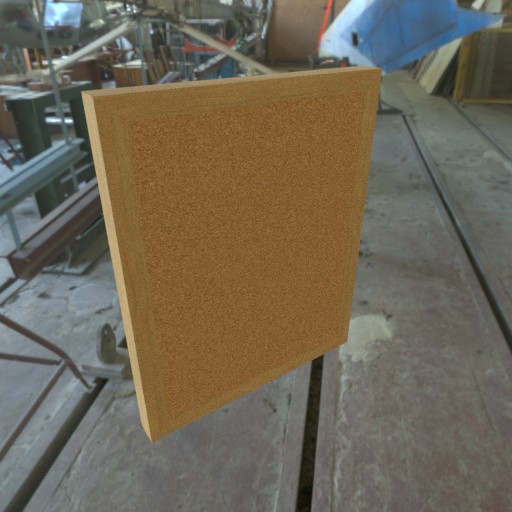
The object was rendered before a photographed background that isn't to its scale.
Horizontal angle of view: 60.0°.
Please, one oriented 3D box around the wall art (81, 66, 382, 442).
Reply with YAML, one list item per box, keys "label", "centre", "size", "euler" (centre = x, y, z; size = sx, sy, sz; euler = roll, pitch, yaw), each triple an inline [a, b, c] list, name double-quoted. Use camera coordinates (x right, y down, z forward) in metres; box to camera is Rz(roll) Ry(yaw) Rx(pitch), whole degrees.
- label: "wall art"
  centre: [0.000, 0.000, 0.505]
  size: [0.312, 0.380, 0.030]
  euler: [-19, 34, -30]
